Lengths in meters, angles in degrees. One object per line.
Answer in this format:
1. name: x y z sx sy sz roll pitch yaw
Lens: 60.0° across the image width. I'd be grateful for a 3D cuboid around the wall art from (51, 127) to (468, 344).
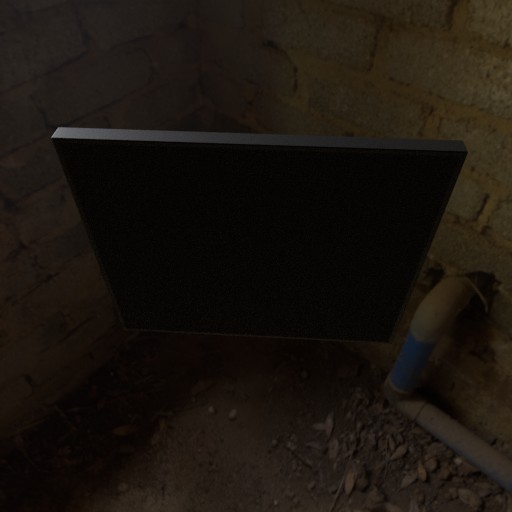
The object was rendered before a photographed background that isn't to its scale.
1. wall art: 0.000 0.000 0.766 0.559 0.458 0.029 3 46 2
